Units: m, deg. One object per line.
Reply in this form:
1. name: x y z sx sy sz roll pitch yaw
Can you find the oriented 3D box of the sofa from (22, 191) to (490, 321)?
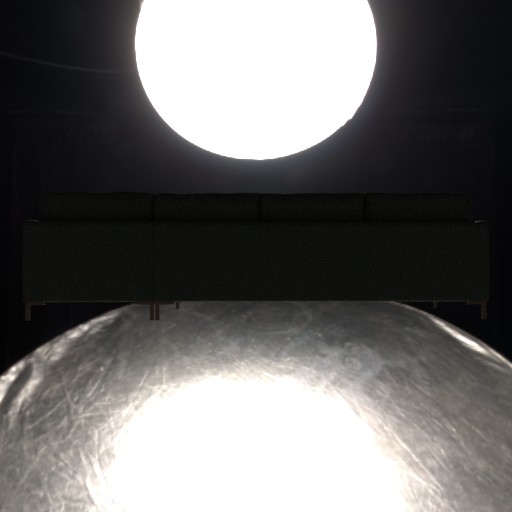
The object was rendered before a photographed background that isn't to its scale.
1. sofa: 0.000 0.000 3.150 2.725 0.756 1.255 0 -1 -1
